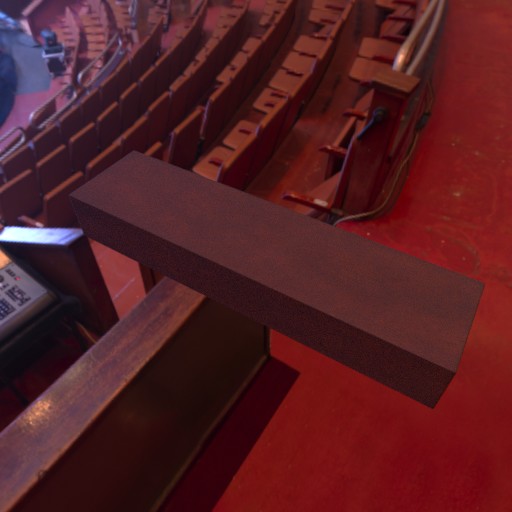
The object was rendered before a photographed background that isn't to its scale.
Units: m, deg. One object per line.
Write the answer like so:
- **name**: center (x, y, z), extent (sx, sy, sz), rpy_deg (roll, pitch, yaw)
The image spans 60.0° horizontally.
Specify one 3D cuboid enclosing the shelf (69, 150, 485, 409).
- **shelf**: center (0.000, 0.000, 0.673), extent (0.607, 0.088, 0.152), rpy_deg (24, 50, 21)
